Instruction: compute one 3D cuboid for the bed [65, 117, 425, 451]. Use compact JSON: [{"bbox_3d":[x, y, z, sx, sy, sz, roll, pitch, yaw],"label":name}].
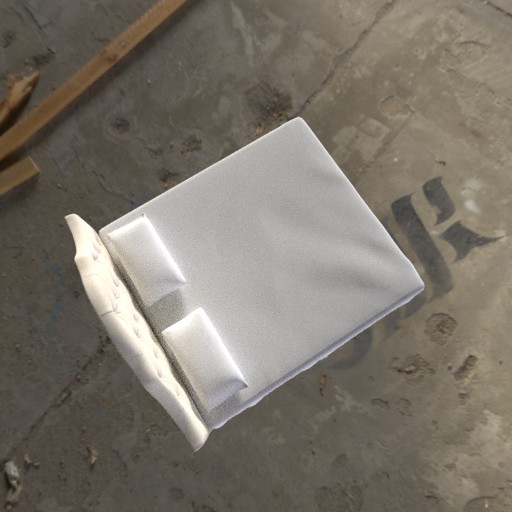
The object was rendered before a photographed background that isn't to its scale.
[{"bbox_3d":[0.000,0.000,3.555,2.214,1.615,2.008,-31,78,-8],"label":"bed"}]
